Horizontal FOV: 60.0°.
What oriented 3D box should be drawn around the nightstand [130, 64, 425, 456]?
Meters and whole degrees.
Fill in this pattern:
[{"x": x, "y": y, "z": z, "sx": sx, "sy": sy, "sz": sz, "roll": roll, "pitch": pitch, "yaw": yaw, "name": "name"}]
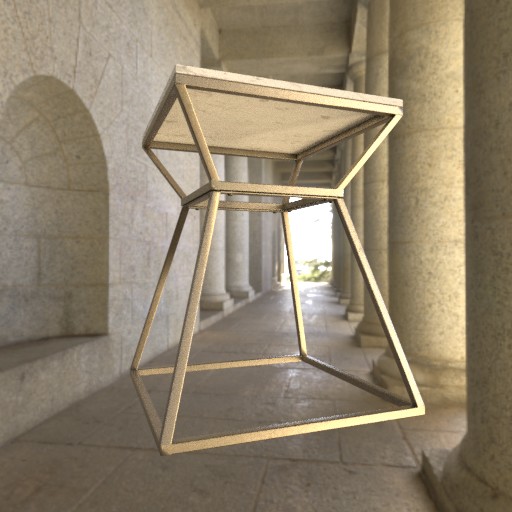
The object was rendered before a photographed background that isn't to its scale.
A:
[{"x": 0.000, "y": 0.000, "z": 0.902, "sx": 0.455, "sy": 0.554, "sz": 0.455, "roll": 0, "pitch": 0, "yaw": -21, "name": "nightstand"}]
